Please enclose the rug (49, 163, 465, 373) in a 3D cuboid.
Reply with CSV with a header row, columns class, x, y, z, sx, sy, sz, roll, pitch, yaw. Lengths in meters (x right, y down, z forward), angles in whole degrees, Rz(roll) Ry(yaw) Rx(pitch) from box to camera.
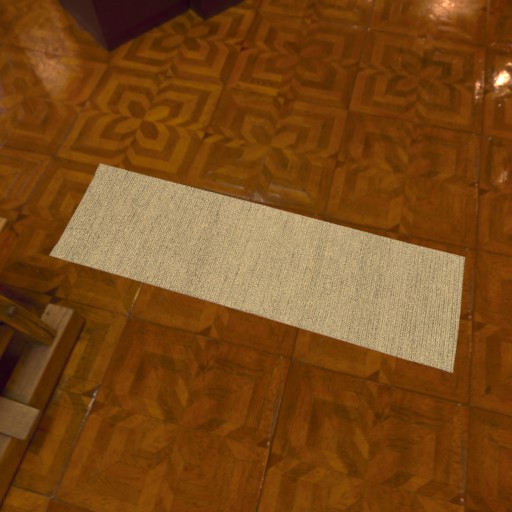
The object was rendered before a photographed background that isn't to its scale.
class,x,y,z,sx,sy,sz,roll,pitch,yaw
rug,0.000,0.000,2.556,2.320,0.032,0.692,15,64,8
